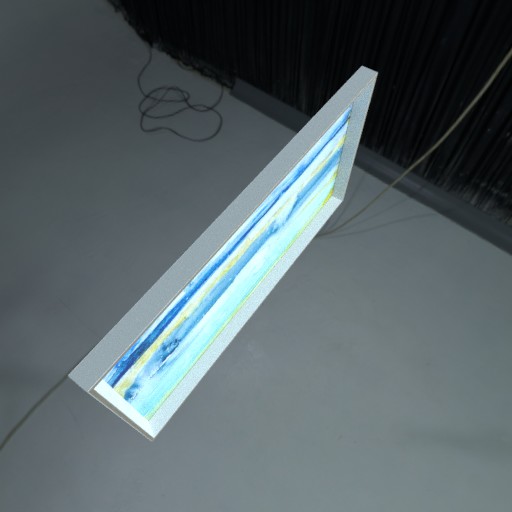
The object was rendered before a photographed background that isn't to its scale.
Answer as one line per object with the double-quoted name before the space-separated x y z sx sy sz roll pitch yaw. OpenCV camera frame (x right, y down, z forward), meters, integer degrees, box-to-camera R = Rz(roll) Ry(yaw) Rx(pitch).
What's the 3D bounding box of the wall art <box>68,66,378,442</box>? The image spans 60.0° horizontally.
"wall art" 0.000 0.000 0.946 0.038 0.431 0.812 32 64 18
